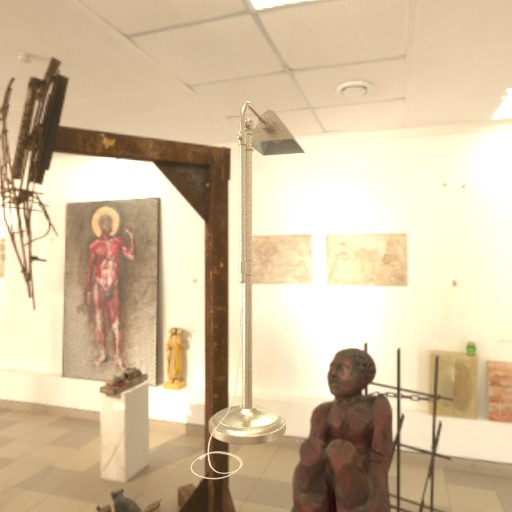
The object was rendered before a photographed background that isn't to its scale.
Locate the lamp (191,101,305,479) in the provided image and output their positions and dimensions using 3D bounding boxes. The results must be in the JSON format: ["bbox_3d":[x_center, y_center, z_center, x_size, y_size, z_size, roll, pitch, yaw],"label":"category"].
[{"bbox_3d":[0.000,0.000,0.965,0.159,0.708,0.546,0,0,17],"label":"lamp"}]
